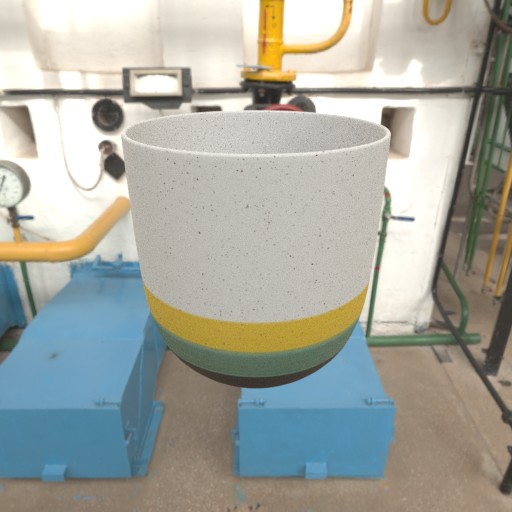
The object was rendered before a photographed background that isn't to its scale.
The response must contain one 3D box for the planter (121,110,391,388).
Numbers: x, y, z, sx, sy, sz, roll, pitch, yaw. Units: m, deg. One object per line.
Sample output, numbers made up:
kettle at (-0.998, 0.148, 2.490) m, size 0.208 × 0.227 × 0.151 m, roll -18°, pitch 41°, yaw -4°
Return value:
planter at (0.000, 0.000, 0.376) m, size 0.195 × 0.214 × 0.195 m, roll 0°, pitch 25°, yaw 0°
